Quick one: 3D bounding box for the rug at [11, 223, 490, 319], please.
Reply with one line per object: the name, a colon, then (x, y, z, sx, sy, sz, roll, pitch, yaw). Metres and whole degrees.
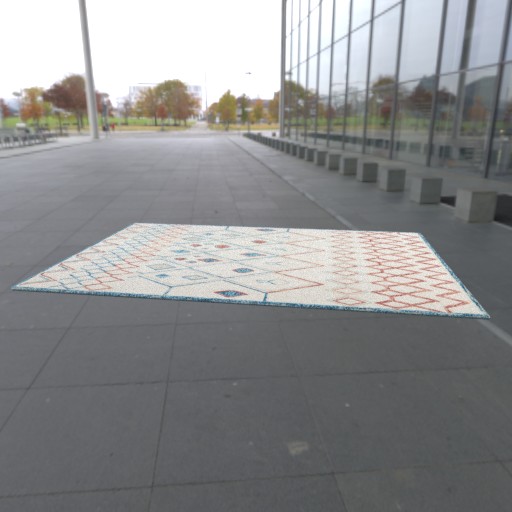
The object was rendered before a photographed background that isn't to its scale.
rug: (0.000, 0.000, 2.240, 1.829, 0.016, 1.219, 3, 17, 8)
